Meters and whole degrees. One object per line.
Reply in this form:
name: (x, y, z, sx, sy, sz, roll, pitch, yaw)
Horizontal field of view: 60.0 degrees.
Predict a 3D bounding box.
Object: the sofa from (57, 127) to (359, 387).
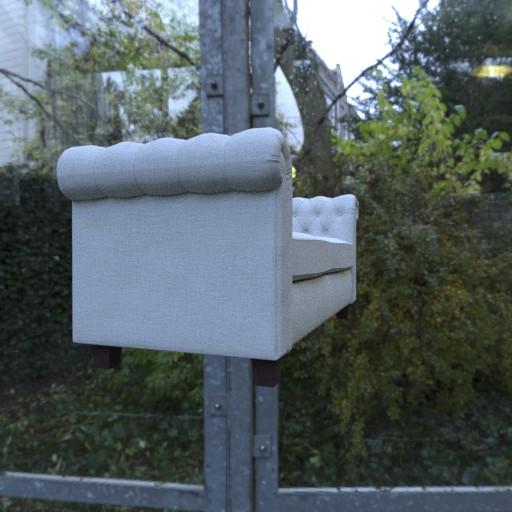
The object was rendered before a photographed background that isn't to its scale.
sofa: (0.000, 0.000, 2.190, 0.783, 0.797, 1.798, 0, 1, 20)
